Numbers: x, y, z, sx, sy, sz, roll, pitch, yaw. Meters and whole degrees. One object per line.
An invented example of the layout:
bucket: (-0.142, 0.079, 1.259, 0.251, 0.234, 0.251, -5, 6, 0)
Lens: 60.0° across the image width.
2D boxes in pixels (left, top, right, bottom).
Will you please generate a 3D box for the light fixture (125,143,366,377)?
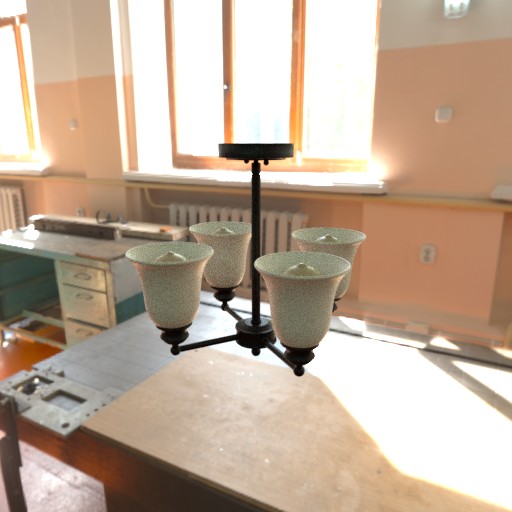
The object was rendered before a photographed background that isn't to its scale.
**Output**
light fixture: (0.000, 0.000, 1.876, 1.069, 0.925, 1.069, -7, 16, -25)
